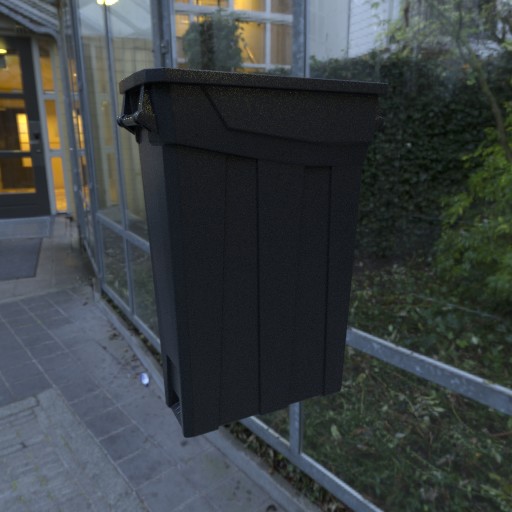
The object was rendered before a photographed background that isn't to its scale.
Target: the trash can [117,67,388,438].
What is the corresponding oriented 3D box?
[{"bbox_3d":[0.000,0.000,1.048,0.559,0.762,0.281,-7,17,-26],"label":"trash can"}]
